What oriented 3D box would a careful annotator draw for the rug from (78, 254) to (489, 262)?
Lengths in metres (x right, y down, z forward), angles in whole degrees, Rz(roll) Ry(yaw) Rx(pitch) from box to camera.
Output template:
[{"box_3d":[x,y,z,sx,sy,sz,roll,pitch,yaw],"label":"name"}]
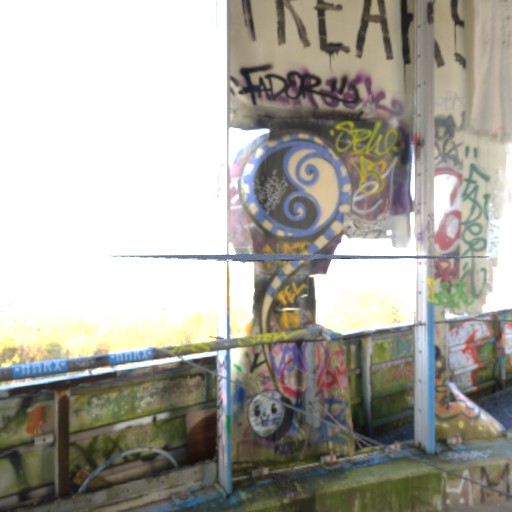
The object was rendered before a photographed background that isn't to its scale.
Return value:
[{"box_3d":[0.000,0.000,4.070,2.432,0.013,3.021,0,1,-35],"label":"rug"}]
